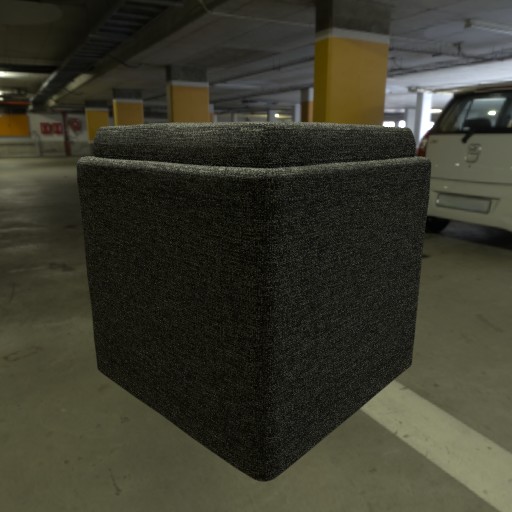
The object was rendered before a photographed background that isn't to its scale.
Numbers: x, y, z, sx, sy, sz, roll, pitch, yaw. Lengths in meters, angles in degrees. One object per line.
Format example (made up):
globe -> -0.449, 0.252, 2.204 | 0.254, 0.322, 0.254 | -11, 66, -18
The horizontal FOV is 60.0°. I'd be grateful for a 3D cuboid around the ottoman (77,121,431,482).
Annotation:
ottoman -> 0.000, 0.000, 0.806 | 0.450, 0.463, 0.450 | 14, 20, 41
